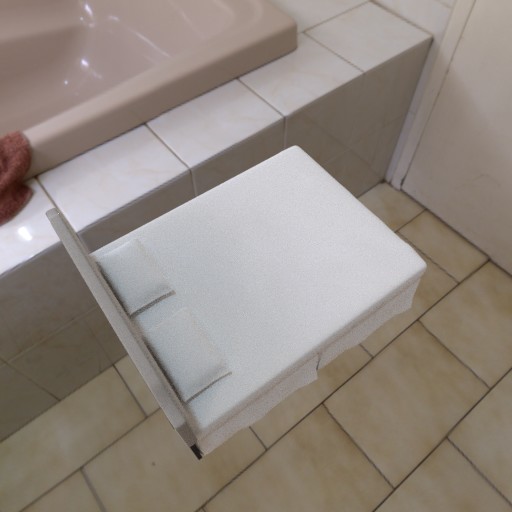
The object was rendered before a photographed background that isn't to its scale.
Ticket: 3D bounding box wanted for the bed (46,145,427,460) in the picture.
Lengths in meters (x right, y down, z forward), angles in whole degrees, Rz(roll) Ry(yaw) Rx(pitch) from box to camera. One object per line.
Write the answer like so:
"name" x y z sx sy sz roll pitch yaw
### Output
"bed" 0.000 0.000 2.987 1.999 1.270 1.558 -31 63 -18
